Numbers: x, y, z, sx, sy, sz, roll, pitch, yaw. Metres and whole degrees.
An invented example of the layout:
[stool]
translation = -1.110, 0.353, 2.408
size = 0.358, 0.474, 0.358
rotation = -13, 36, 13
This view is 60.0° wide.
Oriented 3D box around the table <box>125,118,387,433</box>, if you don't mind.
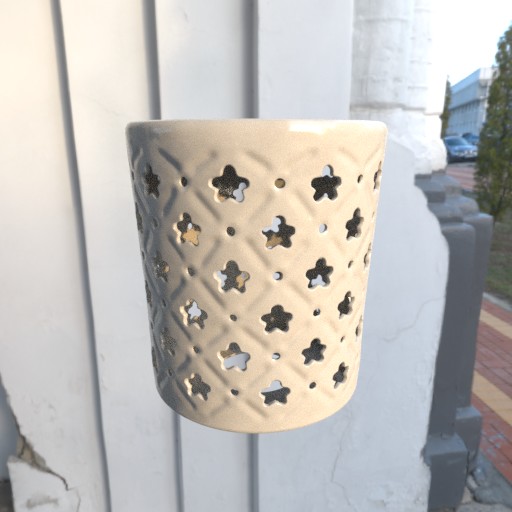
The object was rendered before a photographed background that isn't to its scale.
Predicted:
[table]
translation = 0.000, 0.000, 0.662
size = 0.352, 0.387, 0.352
rotation = 0, 15, 0
